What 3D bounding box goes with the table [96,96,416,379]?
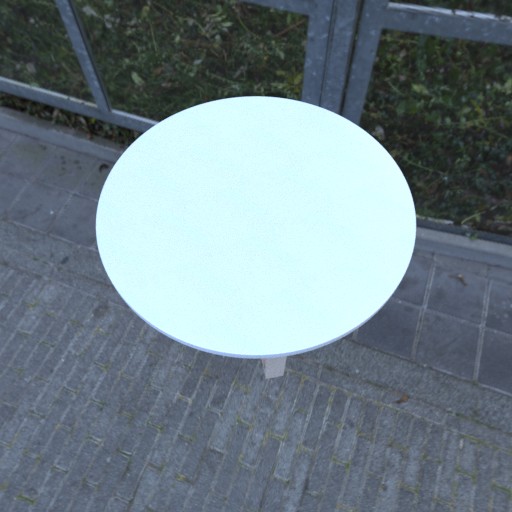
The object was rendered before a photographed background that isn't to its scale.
[{"bbox_3d":[0.000,0.000,1.014,0.600,0.400,0.600,0,59,0],"label":"table"}]
